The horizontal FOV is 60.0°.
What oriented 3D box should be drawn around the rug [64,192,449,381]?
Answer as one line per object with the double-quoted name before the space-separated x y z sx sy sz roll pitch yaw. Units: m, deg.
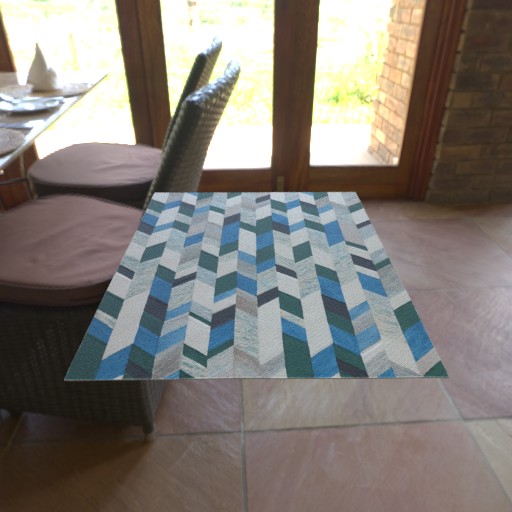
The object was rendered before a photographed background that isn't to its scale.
"rug" 0.000 0.000 4.072 2.440 0.008 3.036 0 31 0
